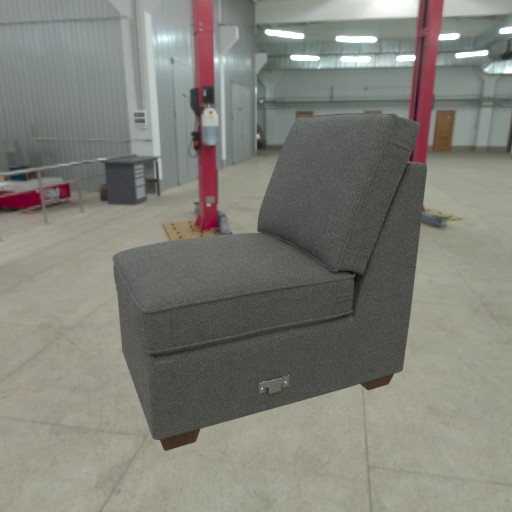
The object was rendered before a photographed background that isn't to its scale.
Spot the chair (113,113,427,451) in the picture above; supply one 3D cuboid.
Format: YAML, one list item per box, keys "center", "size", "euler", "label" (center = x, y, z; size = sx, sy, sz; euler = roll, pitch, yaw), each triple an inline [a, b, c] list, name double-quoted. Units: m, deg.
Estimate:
- center: [0.000, 0.000, 1.575]
  size: [0.938, 0.970, 0.621]
  euler: [-8, 18, -24]
  label: "chair"
